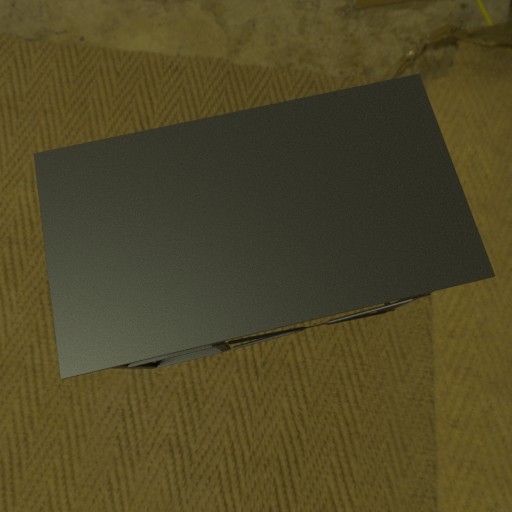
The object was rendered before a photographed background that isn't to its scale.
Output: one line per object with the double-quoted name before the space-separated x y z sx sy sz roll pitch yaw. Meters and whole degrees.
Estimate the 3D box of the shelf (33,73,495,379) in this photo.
"shelf" 0.000 0.000 1.314 0.902 0.749 0.498 -13 76 -3
